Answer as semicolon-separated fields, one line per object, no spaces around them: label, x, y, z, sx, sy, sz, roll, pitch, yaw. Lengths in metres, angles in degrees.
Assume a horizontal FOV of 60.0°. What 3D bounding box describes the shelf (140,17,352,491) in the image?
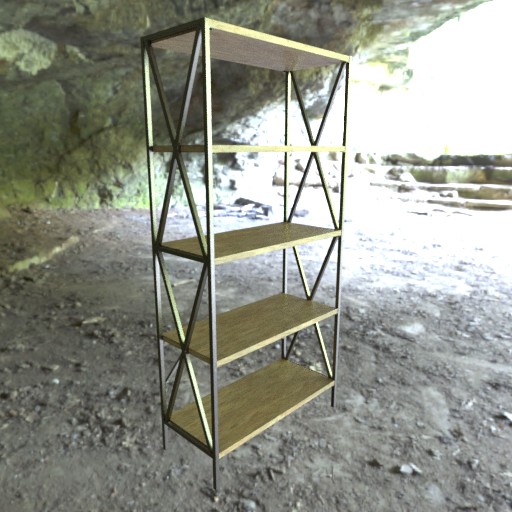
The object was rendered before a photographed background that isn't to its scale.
shelf;0.000;0.000;2.078;0.386;1.803;0.874;13;18;43
